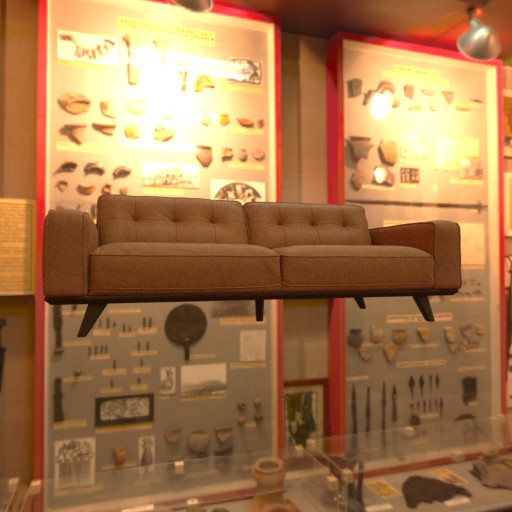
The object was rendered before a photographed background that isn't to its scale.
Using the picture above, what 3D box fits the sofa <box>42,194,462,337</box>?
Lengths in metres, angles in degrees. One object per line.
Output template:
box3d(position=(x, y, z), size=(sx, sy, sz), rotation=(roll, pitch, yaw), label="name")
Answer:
box3d(position=(0.000, 0.000, 2.722), size=(2.270, 0.780, 0.953), rotation=(0, -1, -17), label="sofa")
